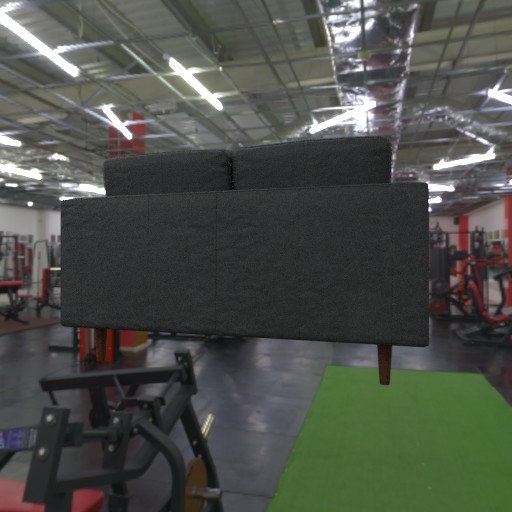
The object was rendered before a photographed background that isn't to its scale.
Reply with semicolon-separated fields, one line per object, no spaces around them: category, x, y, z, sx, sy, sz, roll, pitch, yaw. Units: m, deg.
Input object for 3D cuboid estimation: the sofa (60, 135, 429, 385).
sofa;0.000;0.000;2.042;1.430;0.899;0.879;0;0;17
